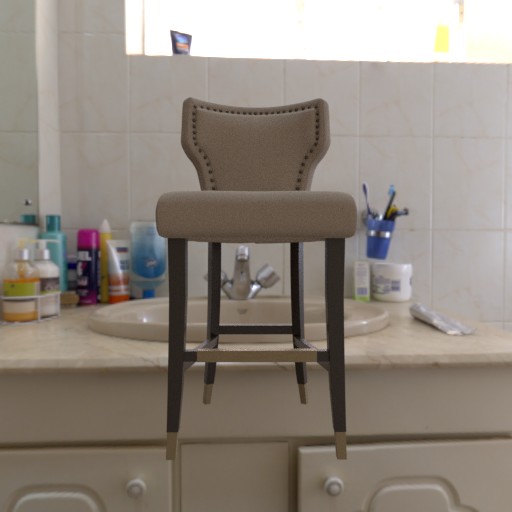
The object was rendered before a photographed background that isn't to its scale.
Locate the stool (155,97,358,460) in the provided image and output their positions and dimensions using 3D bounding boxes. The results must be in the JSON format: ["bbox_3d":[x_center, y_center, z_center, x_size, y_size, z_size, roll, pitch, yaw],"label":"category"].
[{"bbox_3d":[0.000,0.000,1.397,0.526,1.092,0.563,0,1,0],"label":"stool"}]
